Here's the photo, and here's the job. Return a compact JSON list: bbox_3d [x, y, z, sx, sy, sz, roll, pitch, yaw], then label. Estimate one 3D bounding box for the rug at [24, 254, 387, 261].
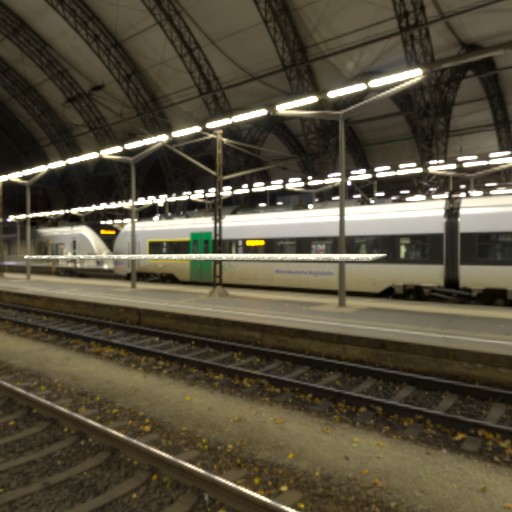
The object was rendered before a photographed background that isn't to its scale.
[{"bbox_3d":[0.000,0.000,2.813,1.543,0.015,2.144,0,1,18],"label":"rug"}]
